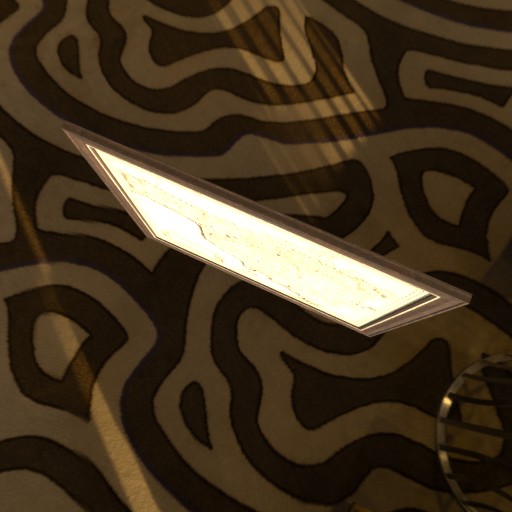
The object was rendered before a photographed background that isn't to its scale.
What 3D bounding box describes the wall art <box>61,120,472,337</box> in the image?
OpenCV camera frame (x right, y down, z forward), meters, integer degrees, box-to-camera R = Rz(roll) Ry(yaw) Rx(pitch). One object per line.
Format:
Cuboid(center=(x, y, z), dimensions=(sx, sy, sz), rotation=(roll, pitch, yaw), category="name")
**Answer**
Cuboid(center=(0.000, 0.000, 1.447), dimensions=(1.033, 0.875, 0.023), rotation=(24, 76, 6), category="wall art")
